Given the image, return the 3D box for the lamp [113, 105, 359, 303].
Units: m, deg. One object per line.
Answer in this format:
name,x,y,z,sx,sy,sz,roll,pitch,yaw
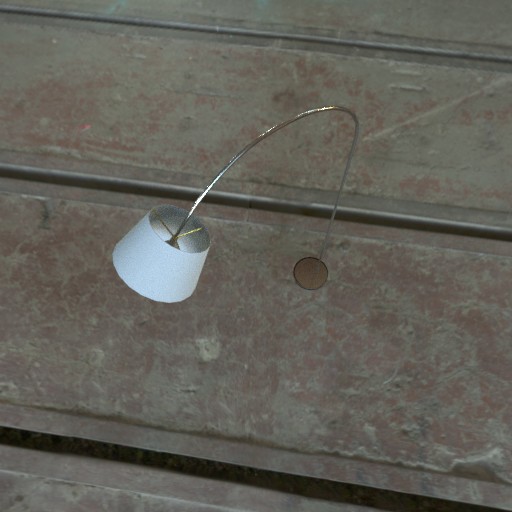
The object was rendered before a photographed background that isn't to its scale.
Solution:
lamp,0.000,0.000,2.686,1.445,2.098,0.406,-34,68,-15
